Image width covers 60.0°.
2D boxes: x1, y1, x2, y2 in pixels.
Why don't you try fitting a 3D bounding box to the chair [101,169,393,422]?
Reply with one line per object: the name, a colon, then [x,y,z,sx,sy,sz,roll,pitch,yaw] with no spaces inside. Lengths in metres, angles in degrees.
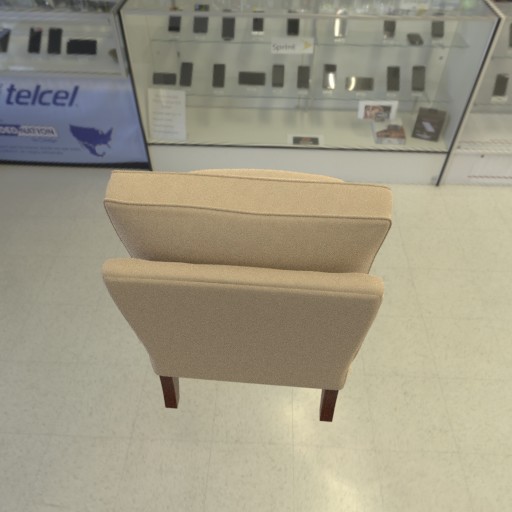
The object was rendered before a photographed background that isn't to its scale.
chair: [0.000,0.000,1.628,0.724,1.052,0.912,4,46,4]
